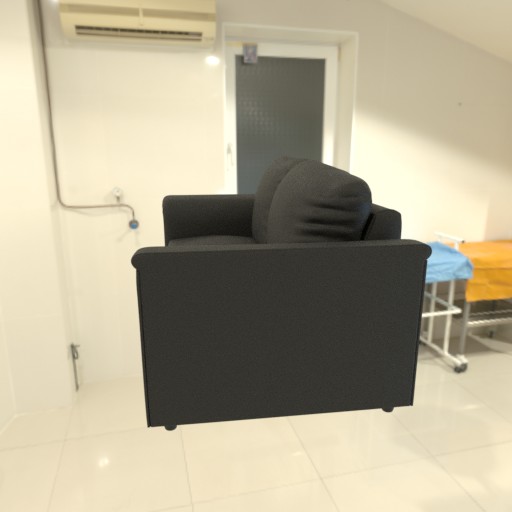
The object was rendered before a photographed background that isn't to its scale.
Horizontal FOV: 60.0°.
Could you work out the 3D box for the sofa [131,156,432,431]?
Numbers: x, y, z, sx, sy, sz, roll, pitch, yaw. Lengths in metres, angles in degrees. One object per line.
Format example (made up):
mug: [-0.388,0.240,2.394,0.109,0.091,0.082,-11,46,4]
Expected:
sofa: [0.000,0.000,1.979,0.887,0.845,1.386,-2,15,-8]
